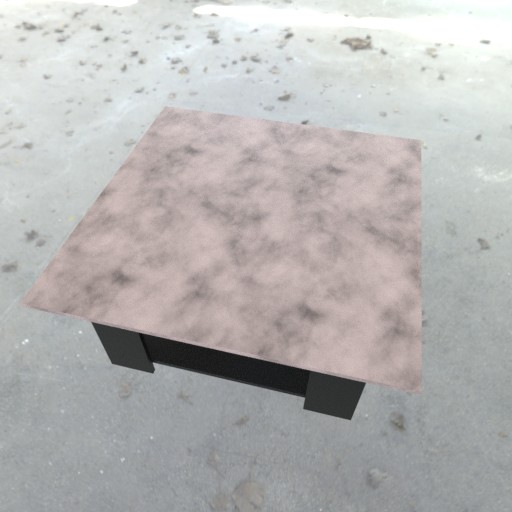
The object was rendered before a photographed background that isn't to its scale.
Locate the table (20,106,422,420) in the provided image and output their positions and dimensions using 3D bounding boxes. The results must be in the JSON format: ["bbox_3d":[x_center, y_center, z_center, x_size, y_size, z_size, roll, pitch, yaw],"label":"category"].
[{"bbox_3d":[0.000,0.000,1.037,0.670,0.305,0.670,10,49,9],"label":"table"}]
